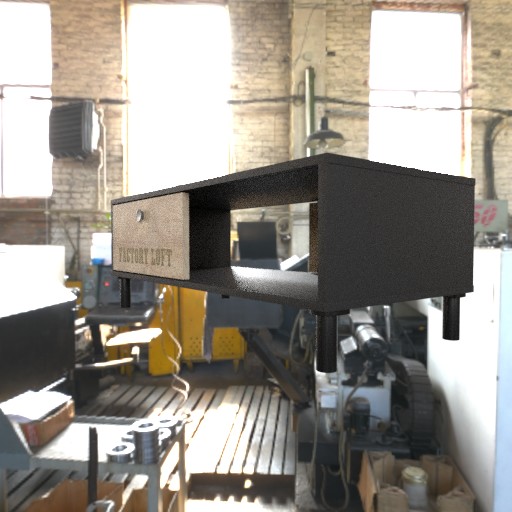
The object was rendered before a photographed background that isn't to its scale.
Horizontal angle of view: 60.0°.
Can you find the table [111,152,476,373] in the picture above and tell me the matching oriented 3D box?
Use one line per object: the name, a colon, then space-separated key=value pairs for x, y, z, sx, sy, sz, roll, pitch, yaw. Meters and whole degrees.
table: x=0.000 y=0.000 z=1.379 sx=0.550 sy=0.400 sz=1.100 roll=-1 pitch=2 yaw=-37
